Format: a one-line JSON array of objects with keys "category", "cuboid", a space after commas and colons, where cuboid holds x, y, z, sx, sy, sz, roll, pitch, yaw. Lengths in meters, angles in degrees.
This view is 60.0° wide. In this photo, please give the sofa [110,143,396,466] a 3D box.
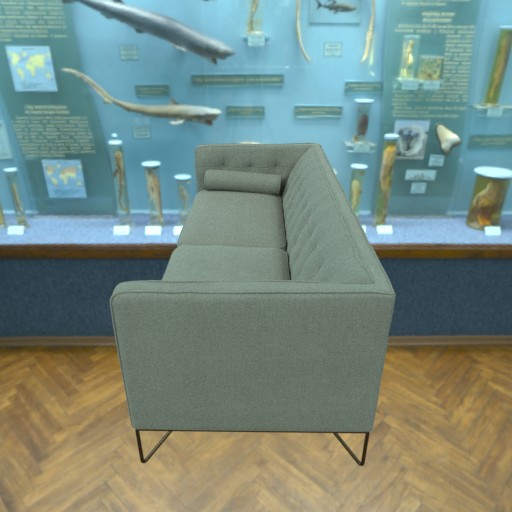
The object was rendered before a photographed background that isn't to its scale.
[{"category": "sofa", "cuboid": [0.000, 0.000, 2.457, 0.912, 0.798, 2.079, 0, 27, 1]}]
